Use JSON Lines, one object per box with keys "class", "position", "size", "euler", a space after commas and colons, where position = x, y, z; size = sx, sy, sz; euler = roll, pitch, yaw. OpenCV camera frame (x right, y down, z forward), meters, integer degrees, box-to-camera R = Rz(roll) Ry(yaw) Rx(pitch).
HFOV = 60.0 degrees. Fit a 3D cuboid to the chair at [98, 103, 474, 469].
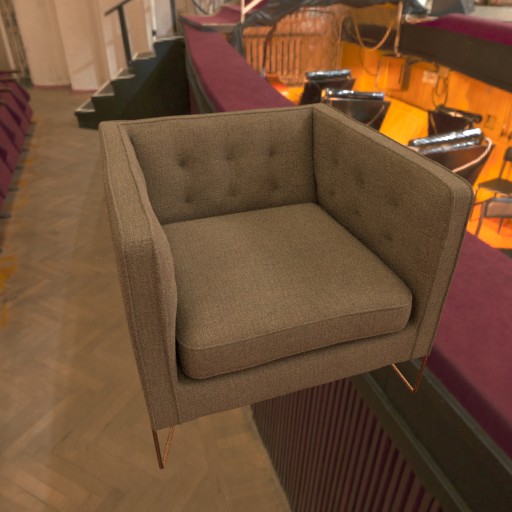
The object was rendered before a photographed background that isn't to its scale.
{"class": "chair", "position": [0.000, 0.000, 1.558], "size": [0.920, 0.799, 0.912], "euler": [-10, 34, -16]}
